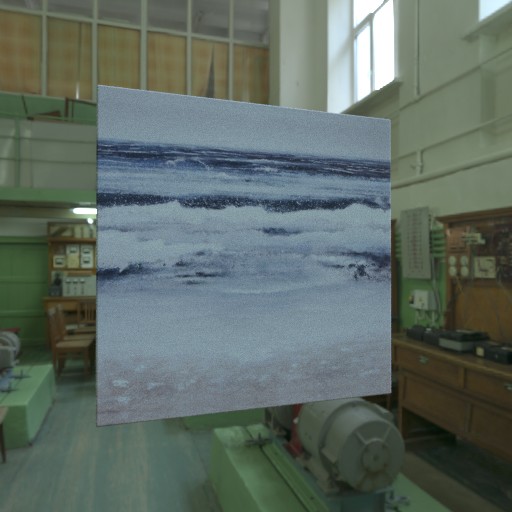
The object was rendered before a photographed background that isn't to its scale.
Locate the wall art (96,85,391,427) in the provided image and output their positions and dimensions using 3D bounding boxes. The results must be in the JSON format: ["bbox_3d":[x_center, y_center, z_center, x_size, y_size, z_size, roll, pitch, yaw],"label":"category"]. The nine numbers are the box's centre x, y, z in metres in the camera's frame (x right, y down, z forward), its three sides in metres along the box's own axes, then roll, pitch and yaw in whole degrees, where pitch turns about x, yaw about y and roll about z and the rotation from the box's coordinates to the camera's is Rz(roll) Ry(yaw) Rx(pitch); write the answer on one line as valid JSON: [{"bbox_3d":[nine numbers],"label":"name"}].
[{"bbox_3d":[0.000,0.000,1.115,0.755,0.747,0.065,0,0,-19],"label":"wall art"}]
